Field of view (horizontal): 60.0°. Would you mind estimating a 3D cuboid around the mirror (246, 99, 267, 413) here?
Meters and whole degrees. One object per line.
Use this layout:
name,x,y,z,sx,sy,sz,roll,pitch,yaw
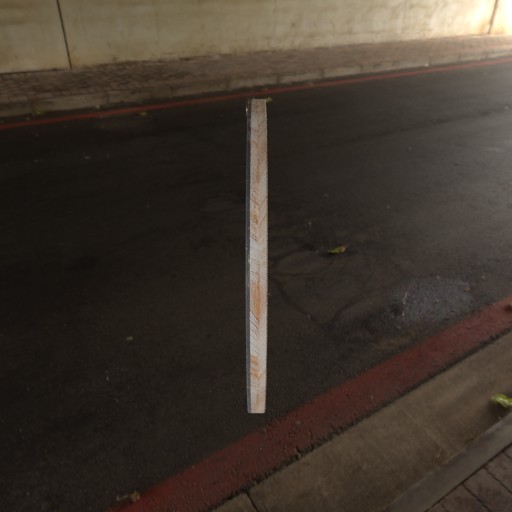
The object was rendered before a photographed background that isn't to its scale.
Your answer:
mirror,0.000,0.000,1.066,0.038,0.710,0.710,0,31,0
